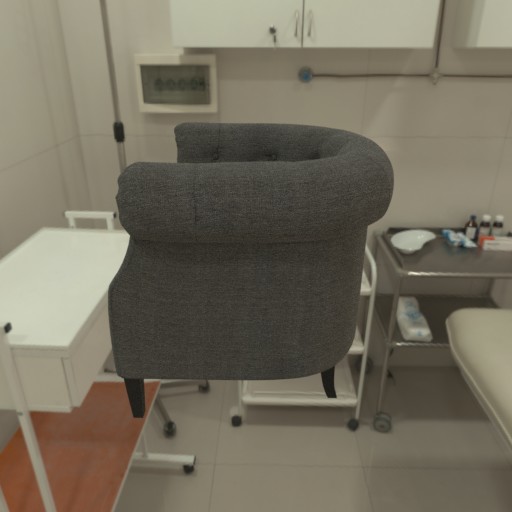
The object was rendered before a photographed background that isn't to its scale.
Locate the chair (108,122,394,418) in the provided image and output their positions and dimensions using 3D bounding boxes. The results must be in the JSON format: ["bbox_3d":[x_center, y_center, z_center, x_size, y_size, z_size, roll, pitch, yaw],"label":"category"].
[{"bbox_3d":[0.000,0.000,1.577,0.852,0.827,0.905,1,25,1],"label":"chair"}]
